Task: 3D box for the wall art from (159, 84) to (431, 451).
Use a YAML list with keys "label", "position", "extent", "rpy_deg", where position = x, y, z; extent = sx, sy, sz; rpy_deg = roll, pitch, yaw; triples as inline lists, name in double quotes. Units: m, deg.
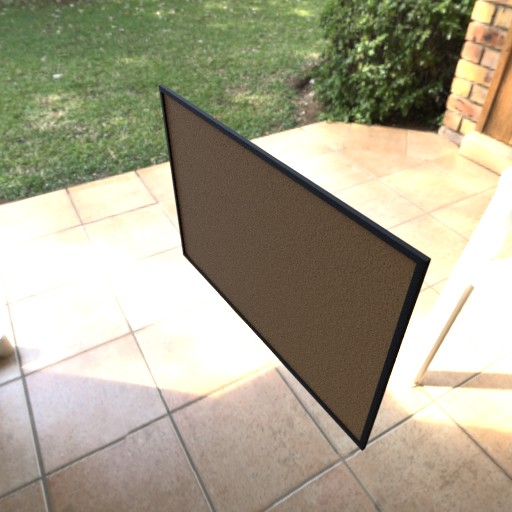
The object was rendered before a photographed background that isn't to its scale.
- label: "wall art"
  position: [0.000, 0.000, 1.235]
  extent: [0.013, 0.665, 0.963]
  rpy_deg: [-25, 47, -26]
